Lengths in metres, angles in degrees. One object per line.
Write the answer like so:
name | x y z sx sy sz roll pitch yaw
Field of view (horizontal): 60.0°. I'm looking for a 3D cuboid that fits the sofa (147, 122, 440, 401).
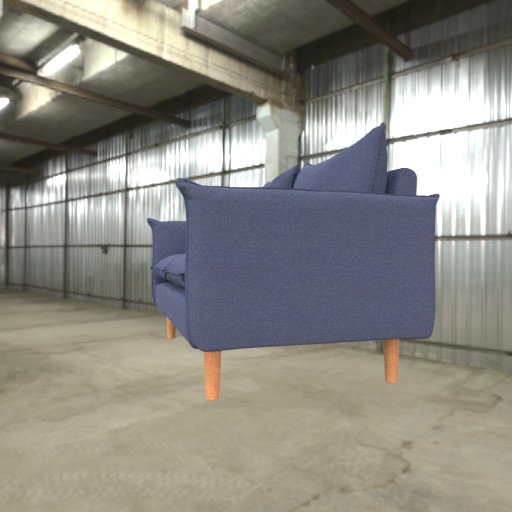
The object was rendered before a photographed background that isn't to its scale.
sofa | 0.000 0.000 1.866 0.820 0.840 1.300 0 0 -17
